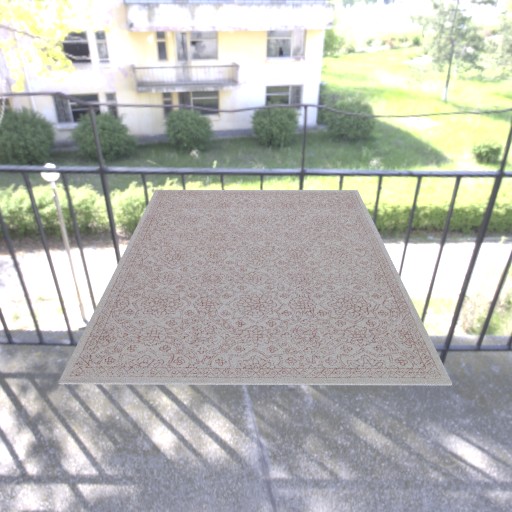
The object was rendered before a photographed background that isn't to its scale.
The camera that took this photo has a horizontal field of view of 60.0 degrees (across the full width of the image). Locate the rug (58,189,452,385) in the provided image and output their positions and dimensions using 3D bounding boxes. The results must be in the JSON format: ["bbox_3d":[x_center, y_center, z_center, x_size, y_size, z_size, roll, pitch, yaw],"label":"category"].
[{"bbox_3d":[0.000,0.000,4.040,2.441,0.015,3.050,0,31,0],"label":"rug"}]
